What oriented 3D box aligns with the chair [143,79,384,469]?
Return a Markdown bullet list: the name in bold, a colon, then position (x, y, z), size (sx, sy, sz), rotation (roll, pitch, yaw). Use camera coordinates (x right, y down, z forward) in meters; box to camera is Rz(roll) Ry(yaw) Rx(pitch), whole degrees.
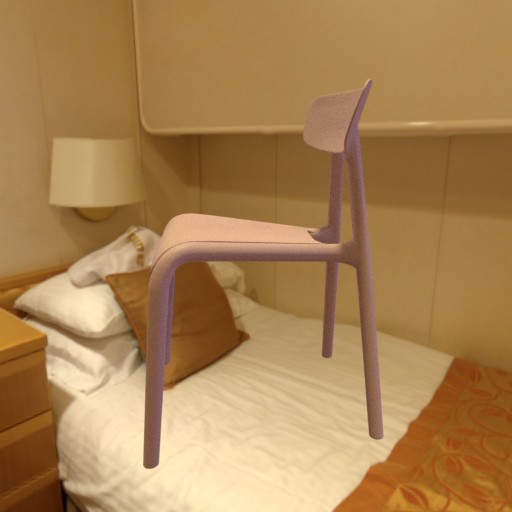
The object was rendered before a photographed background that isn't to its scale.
- **chair**: position (0.000, 0.000, 0.807), size (0.401, 0.580, 0.356), rotation (-2, 15, -7)
